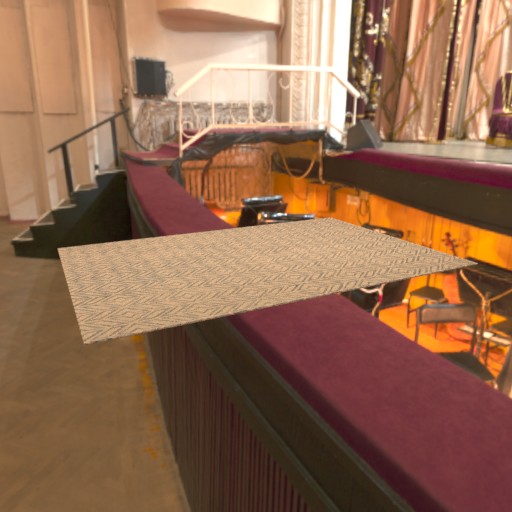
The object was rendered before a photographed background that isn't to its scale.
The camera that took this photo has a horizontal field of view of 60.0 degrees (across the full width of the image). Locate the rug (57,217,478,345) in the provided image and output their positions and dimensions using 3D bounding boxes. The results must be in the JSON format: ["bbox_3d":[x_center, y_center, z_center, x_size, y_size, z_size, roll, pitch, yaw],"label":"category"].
[{"bbox_3d":[0.000,0.000,2.304,1.824,0.008,1.220,-8,19,-26],"label":"rug"}]
